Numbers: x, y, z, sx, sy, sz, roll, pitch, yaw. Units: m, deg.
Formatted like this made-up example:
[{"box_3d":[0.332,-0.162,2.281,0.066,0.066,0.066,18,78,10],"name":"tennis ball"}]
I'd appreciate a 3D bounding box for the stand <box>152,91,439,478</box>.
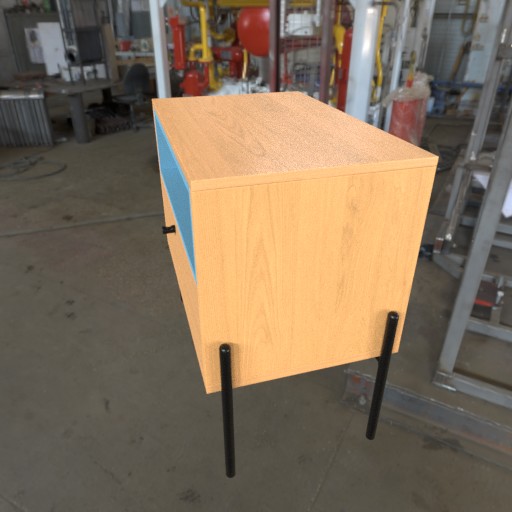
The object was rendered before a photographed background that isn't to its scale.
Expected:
[{"box_3d":[0.000,0.000,1.007,0.400,0.600,0.630,-8,31,-14],"name":"stand"}]
